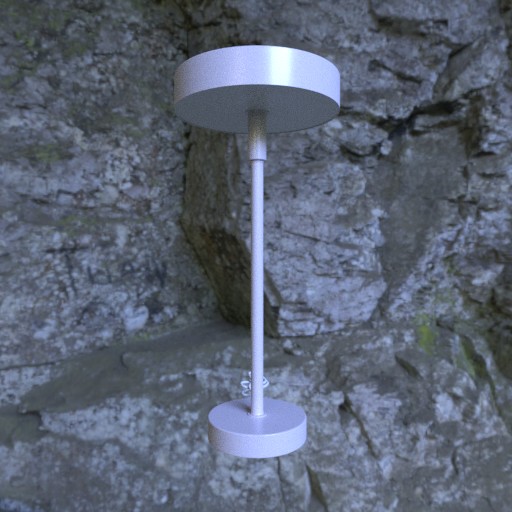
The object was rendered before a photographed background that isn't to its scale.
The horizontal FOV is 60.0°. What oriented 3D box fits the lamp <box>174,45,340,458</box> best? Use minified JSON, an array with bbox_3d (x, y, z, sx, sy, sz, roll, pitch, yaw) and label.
[{"bbox_3d":[0.000,0.000,0.697,0.229,0.508,0.369,0,1,-1],"label":"lamp"}]
